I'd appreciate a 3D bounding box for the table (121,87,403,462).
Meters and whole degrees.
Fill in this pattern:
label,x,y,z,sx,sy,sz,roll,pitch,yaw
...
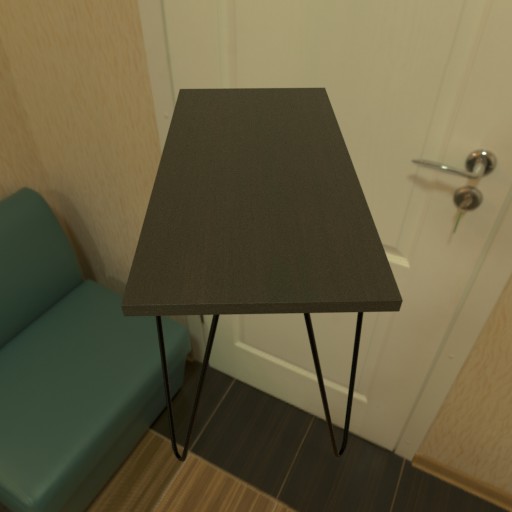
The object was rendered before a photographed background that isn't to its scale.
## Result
label,x,y,z,sx,sy,sz,roll,pitch,yaw
table,0.000,0.000,1.372,0.499,0.660,0.991,-1,42,-1
